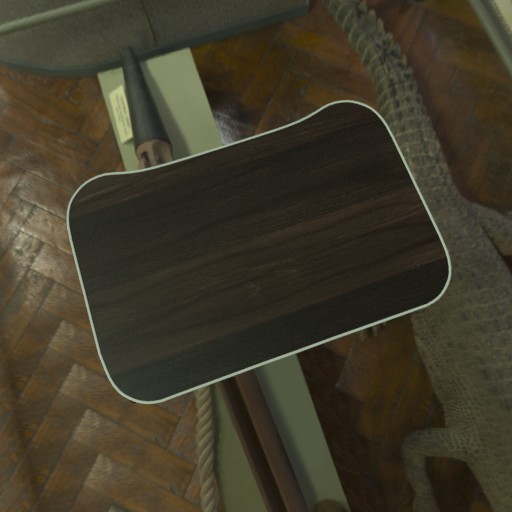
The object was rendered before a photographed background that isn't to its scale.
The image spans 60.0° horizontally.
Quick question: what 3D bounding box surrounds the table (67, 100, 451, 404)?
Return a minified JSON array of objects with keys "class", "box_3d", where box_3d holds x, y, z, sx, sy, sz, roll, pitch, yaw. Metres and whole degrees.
[{"class":"table","box_3d":[0.000,0.000,0.859,0.660,0.232,0.400,-19,76,-5]}]
